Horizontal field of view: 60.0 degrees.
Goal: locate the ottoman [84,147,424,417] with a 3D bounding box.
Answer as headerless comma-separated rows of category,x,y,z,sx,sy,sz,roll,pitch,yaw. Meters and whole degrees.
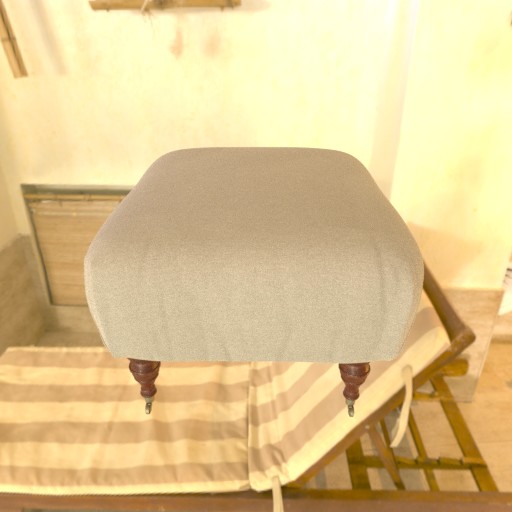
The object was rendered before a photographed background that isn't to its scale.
ottoman,0.000,0.000,1.122,0.622,0.450,0.746,0,27,1
